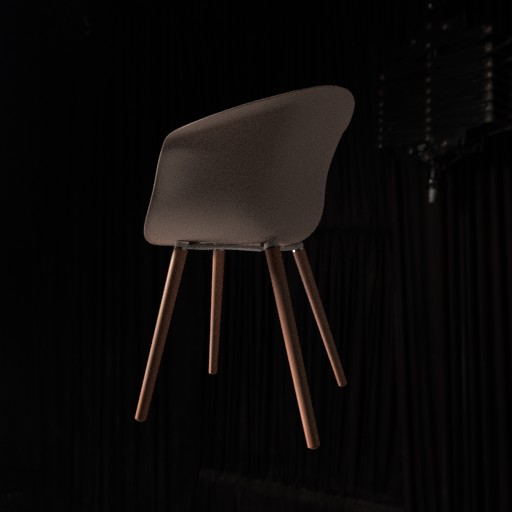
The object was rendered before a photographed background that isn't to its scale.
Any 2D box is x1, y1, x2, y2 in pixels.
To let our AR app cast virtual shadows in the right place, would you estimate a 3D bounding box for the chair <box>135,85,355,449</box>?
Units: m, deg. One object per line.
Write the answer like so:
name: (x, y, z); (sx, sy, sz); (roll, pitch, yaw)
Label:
chair: (0.000, 0.000, 1.172); (0.504, 0.781, 0.593); (0, 1, 19)
